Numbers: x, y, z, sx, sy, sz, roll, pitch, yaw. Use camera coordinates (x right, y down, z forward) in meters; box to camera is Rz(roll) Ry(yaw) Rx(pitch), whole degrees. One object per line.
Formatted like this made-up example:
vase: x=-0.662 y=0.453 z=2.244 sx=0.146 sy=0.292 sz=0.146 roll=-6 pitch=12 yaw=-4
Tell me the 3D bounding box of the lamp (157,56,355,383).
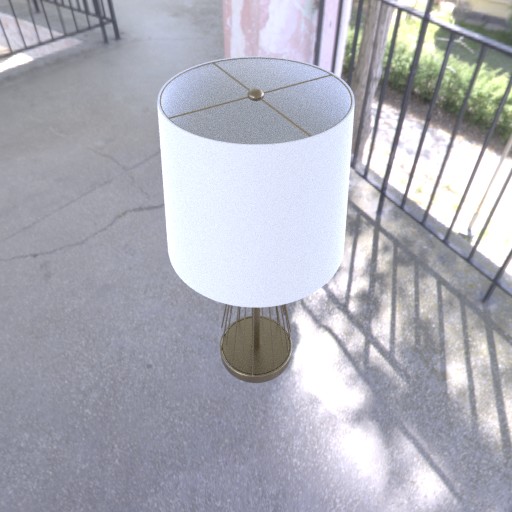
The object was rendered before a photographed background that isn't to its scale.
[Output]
lamp: x=0.000 y=0.000 z=0.801 sx=0.303 sy=0.618 sz=0.303 roll=0 pitch=45 yaw=0
